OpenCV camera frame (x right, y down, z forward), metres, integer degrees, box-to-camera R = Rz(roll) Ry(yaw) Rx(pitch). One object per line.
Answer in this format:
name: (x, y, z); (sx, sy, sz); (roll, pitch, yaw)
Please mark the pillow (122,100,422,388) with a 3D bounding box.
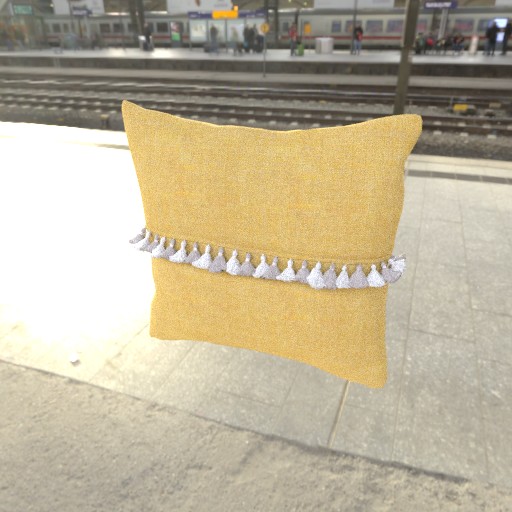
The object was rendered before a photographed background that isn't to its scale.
pillow: (0.000, 0.000, 0.752); (0.485, 0.481, 0.167); (8, 28, 16)
